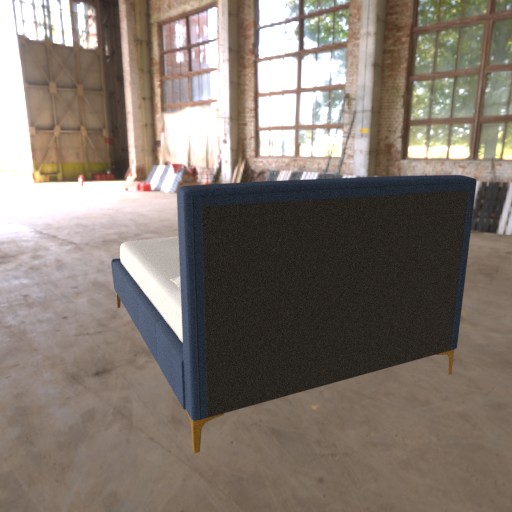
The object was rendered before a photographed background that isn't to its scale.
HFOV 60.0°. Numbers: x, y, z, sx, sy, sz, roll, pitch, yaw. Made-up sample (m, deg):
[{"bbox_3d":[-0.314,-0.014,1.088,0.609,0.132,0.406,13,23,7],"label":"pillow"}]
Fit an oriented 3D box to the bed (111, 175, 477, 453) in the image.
[{"bbox_3d":[0.000,0.000,3.196,1.723,1.231,2.172,-7,15,-25],"label":"bed"}]
